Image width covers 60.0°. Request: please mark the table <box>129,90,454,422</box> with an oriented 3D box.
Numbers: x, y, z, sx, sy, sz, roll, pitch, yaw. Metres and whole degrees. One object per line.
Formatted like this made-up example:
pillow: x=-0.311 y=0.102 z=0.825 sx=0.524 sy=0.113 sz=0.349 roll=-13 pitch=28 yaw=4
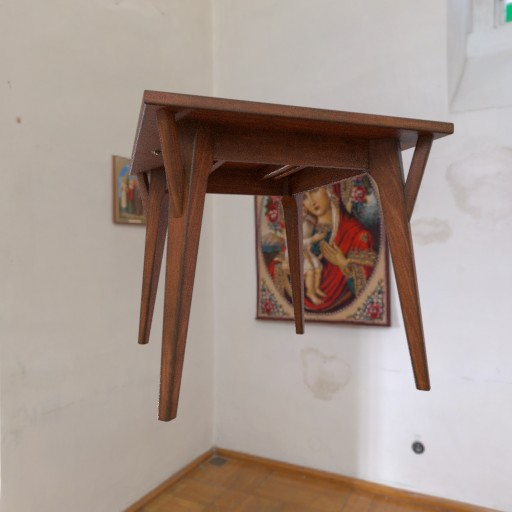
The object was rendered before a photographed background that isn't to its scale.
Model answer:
table: x=0.000 y=0.000 z=1.580 sx=0.838 sy=0.761 sz=0.991 roll=0 pitch=1 yaw=-18
